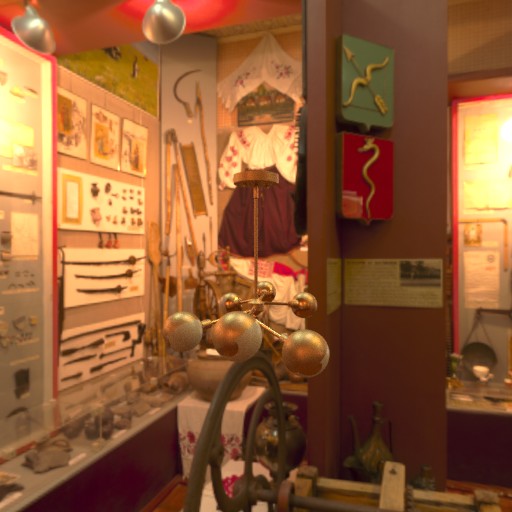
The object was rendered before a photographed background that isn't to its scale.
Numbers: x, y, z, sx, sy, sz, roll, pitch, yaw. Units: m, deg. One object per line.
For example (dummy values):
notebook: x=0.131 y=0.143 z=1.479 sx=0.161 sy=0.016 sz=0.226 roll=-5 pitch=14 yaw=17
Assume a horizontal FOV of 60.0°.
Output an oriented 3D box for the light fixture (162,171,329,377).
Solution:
light fixture: x=0.000 y=0.000 z=0.993 sx=0.434 sy=0.362 sz=0.778 roll=0 pitch=0 yaw=20
